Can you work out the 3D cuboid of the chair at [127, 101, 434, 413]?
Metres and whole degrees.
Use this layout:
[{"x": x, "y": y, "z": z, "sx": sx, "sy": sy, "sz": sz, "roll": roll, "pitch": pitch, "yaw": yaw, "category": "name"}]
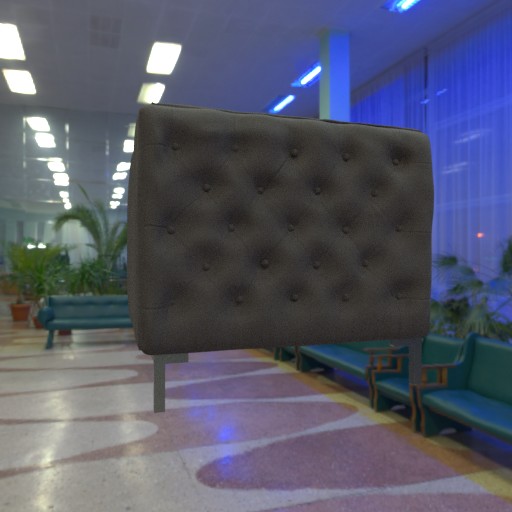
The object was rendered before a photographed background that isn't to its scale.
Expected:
[{"x": 0.000, "y": 0.000, "z": 1.659, "sx": 0.913, "sy": 0.807, "sz": 0.946, "roll": 0, "pitch": 0, "yaw": -18, "category": "chair"}]
